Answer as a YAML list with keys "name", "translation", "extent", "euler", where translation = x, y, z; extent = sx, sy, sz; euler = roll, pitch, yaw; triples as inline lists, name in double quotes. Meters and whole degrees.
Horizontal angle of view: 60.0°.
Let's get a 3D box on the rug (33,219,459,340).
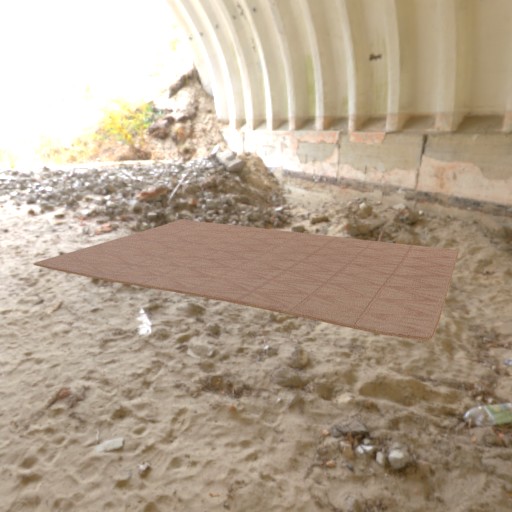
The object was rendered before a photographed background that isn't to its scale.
- name: "rug"
  translation: [0.000, 0.000, 2.273]
  extent: [1.837, 0.025, 1.230]
  euler: [8, 18, 26]
